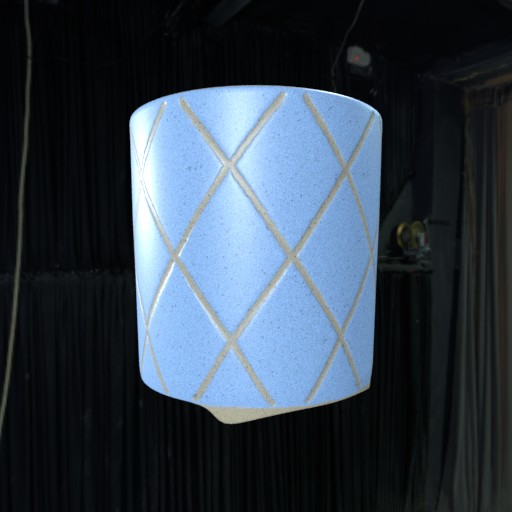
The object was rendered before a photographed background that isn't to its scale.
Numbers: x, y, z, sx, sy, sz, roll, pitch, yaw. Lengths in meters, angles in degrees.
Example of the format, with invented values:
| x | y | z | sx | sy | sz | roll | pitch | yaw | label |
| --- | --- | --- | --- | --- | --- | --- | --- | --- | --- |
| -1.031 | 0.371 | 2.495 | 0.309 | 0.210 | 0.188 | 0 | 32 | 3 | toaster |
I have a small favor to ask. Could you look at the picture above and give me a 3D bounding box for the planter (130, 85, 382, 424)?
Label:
| x | y | z | sx | sy | sz | roll | pitch | yaw | label |
| --- | --- | --- | --- | --- | --- | --- | --- | --- | --- |
| 0.000 | 0.000 | 0.350 | 0.191 | 0.200 | 0.191 | 0 | 1 | 0 | planter |
